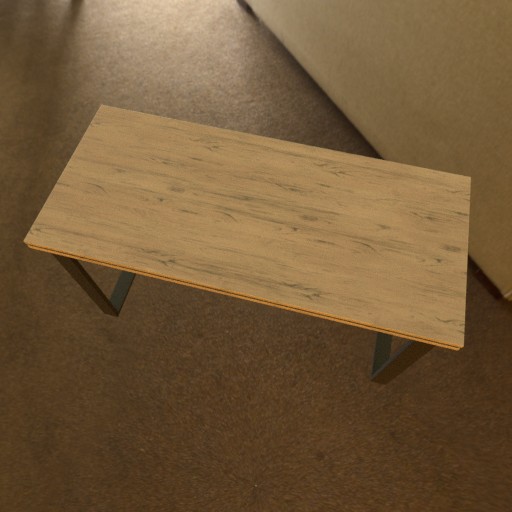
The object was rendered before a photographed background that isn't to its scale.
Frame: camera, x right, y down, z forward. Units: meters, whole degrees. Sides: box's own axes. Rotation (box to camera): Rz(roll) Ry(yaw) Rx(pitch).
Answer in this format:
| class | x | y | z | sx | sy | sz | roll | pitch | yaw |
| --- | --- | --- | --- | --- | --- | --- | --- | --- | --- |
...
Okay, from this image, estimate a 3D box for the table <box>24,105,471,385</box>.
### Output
| class | x | y | z | sx | sy | sz | roll | pitch | yaw |
| --- | --- | --- | --- | --- | --- | --- | --- | --- | --- |
| table | 0.000 | 0.000 | 2.303 | 1.778 | 0.899 | 0.795 | 13 | 63 | 7 |
